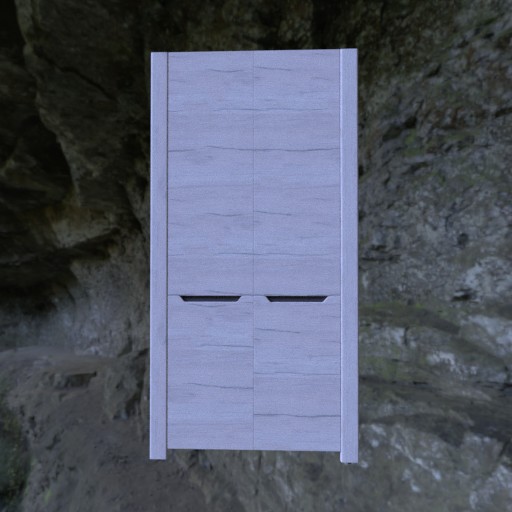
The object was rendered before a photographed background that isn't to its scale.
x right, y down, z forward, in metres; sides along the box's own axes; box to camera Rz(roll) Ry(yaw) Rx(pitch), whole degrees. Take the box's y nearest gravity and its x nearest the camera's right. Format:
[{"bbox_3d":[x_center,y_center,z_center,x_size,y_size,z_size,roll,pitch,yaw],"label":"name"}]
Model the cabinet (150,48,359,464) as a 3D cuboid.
[{"bbox_3d":[0.000,0.000,2.366,0.980,1.930,0.580,0,-1,2],"label":"cabinet"}]
